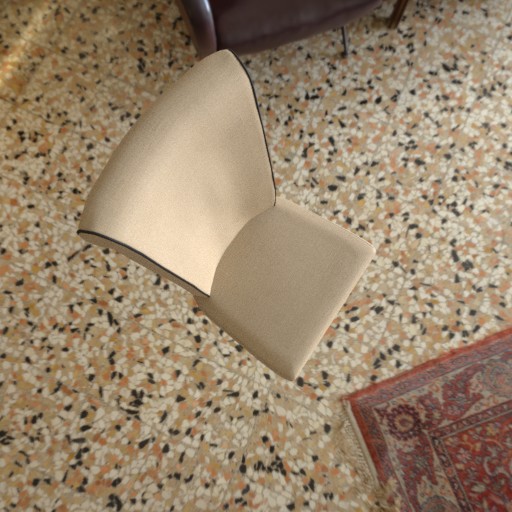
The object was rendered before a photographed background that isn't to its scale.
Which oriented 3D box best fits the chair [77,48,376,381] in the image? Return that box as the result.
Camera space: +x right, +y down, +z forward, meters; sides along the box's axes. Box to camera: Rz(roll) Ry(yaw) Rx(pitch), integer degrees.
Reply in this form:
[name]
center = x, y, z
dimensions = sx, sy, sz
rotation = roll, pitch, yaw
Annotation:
[chair]
center = 0.000, 0.000, 1.355
dimensions = 0.623, 0.997, 0.522
rotation = 34, 78, 8
